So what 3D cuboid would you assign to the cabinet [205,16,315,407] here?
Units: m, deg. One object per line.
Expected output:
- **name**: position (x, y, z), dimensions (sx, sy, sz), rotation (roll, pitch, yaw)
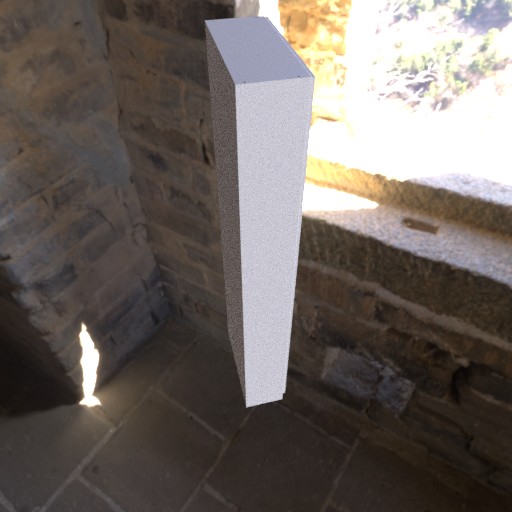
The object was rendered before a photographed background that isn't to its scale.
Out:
- **cabinet**: position (0.000, 0.000, 1.958), dimensions (0.230, 1.790, 0.500), rotation (-10, 46, -10)
